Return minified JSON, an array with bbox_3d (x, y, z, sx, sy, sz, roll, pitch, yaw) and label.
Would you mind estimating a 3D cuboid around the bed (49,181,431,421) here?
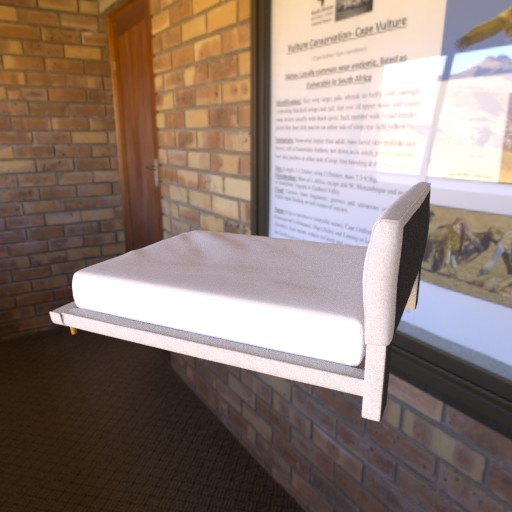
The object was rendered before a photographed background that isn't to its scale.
[{"bbox_3d":[0.000,0.000,3.581,2.498,1.126,1.980,7,17,24],"label":"bed"}]
